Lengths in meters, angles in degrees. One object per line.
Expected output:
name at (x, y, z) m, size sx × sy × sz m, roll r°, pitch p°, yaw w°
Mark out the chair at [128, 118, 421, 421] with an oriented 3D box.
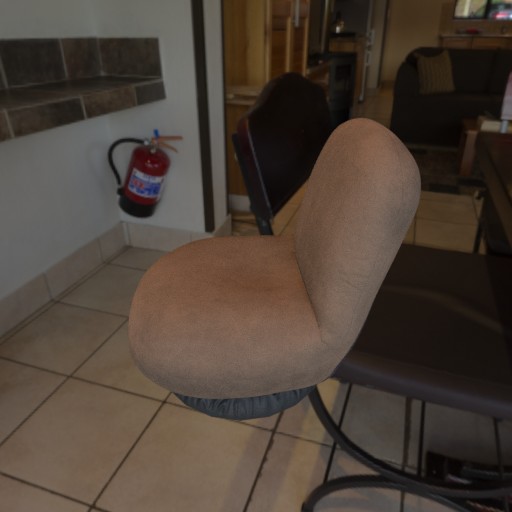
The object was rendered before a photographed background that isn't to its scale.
chair at (0.000, 0.000, 1.019) m, size 0.597 × 0.594 × 0.521 m, roll 0°, pitch 27°, yaw 0°
